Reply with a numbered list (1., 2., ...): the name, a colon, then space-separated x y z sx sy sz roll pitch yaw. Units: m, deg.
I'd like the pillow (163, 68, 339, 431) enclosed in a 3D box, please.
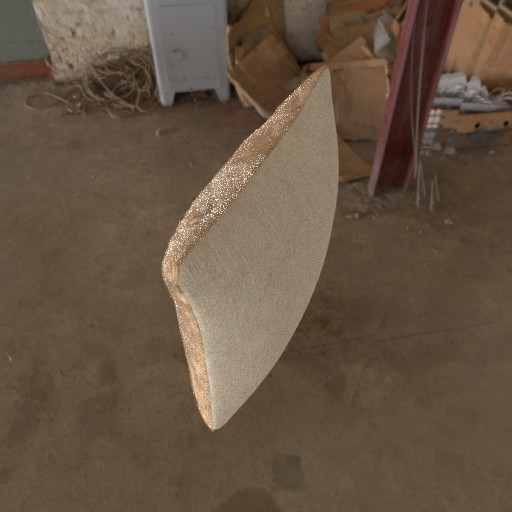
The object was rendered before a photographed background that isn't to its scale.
1. pillow: 0.000 0.000 0.831 0.216 0.525 0.538 19 51 17
